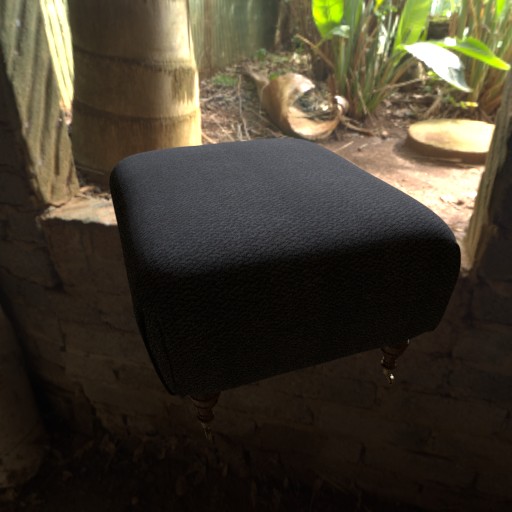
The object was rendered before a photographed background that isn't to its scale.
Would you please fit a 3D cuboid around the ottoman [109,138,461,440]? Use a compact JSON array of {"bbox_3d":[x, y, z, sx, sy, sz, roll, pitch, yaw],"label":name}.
[{"bbox_3d":[0.000,0.000,1.092,0.622,0.450,0.747,-10,32,-17],"label":"ottoman"}]
